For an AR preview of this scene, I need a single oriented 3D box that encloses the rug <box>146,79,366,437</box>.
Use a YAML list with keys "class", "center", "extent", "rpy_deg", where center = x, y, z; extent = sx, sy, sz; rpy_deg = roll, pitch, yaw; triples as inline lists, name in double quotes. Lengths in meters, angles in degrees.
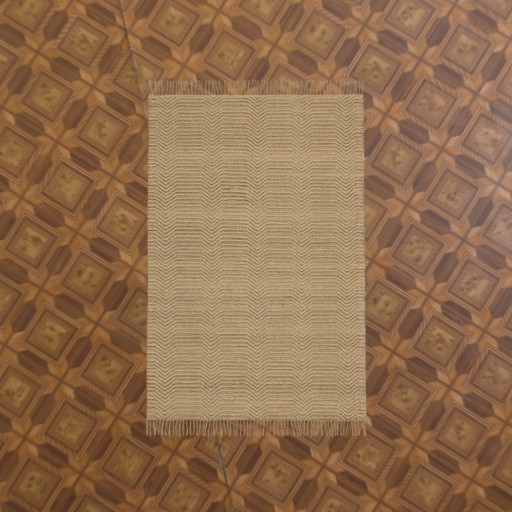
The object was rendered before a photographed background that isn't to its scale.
- class: "rug"
  center: [0.000, 0.000, 2.493]
  extent: [1.224, 0.027, 2.021]
  rpy_deg: [0, 88, 0]
